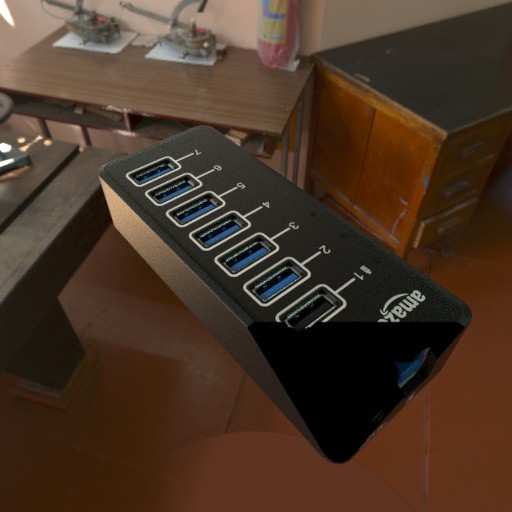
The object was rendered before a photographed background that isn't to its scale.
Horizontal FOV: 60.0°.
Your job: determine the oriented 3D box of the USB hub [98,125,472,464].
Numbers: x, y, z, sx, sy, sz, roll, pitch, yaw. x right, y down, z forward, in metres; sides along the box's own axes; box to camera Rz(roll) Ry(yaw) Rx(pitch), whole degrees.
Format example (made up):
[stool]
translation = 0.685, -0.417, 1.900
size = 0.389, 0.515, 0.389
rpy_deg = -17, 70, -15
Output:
[USB hub]
translation = 0.000, 0.000, 0.130
size = 0.044, 0.023, 0.110
rpy_deg = -31, 54, -26
